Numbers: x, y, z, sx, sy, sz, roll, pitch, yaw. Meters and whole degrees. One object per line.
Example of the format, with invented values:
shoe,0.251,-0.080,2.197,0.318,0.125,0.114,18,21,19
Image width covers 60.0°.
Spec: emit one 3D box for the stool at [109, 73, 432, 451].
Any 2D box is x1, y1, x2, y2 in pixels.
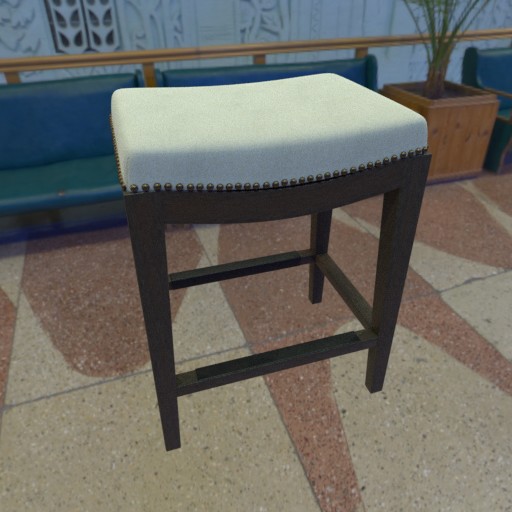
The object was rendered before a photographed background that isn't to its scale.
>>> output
stool,0.000,0.000,0.931,0.500,0.642,0.361,-10,36,-15
